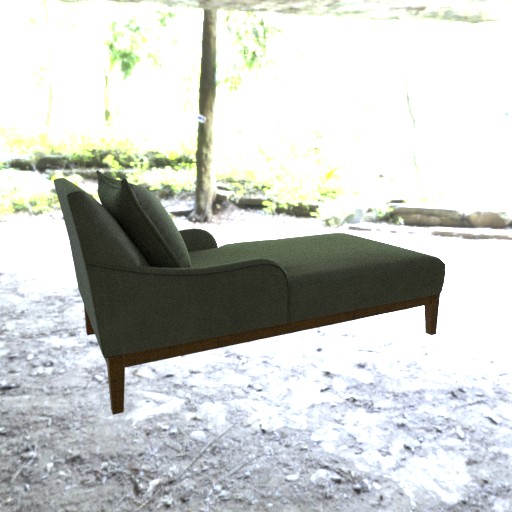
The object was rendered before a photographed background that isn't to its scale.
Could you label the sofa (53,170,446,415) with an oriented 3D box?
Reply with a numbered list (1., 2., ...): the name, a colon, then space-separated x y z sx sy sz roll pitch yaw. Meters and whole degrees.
1. sofa: 0.000 0.000 2.260 1.779 0.859 0.894 -7 15 -26
